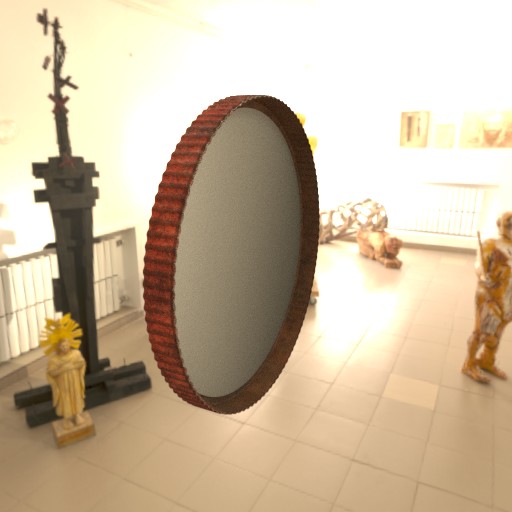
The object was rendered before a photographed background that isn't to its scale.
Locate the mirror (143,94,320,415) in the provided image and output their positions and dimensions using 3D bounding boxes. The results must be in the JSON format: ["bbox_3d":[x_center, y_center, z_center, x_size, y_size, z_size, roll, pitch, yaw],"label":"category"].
[{"bbox_3d":[0.000,0.000,0.888,0.056,0.609,0.609,8,17,26],"label":"mirror"}]
